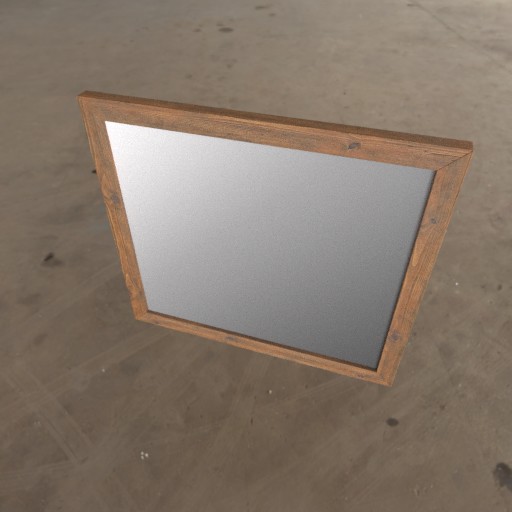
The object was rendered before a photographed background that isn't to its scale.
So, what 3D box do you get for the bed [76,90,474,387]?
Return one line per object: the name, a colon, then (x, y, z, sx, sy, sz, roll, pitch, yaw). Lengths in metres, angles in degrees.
bed: (0.000, 0.000, 1.442, 1.046, 0.942, 0.046, 12, 42, 14)
